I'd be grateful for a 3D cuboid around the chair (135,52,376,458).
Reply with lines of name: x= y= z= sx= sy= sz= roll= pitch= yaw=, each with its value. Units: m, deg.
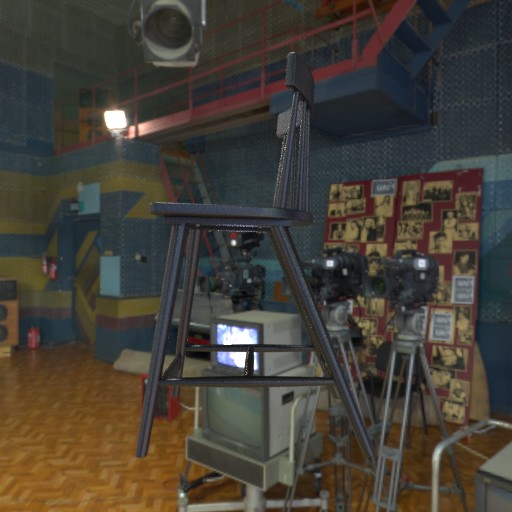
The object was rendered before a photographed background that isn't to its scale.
chair: x=0.000 y=0.000 z=1.266 sx=0.572 sy=0.952 sz=0.483 roll=0 pitch=0 yaw=0
